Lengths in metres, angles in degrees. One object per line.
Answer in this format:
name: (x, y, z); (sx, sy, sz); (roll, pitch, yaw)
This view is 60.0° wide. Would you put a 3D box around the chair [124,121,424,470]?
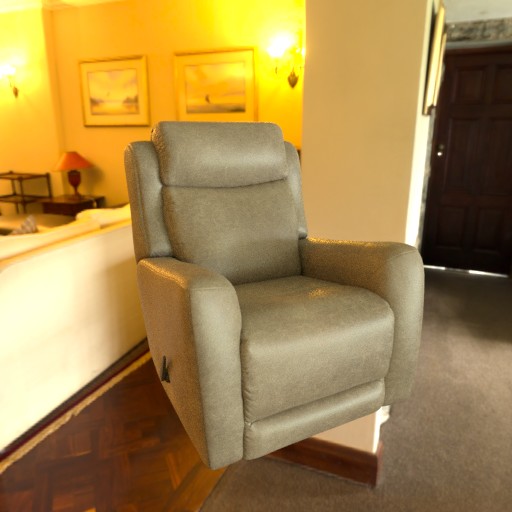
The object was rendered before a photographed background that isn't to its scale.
chair: (0.000, 0.000, 1.892); (0.967, 1.116, 1.068); (-8, 17, -26)
